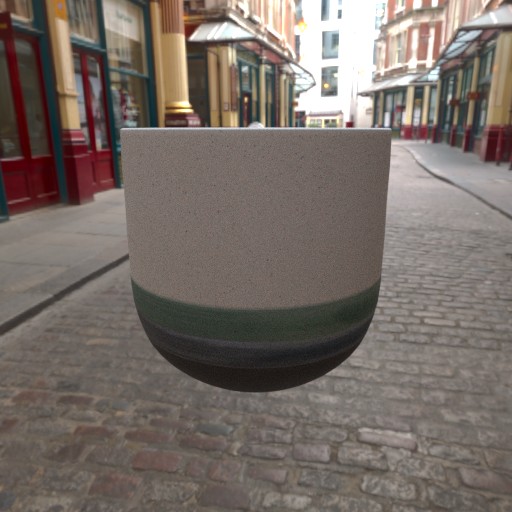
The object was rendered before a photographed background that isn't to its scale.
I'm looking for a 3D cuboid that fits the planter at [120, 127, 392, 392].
[{"bbox_3d":[0.000,0.000,0.488,0.268,0.270,0.268,0,16,0],"label":"planter"}]
